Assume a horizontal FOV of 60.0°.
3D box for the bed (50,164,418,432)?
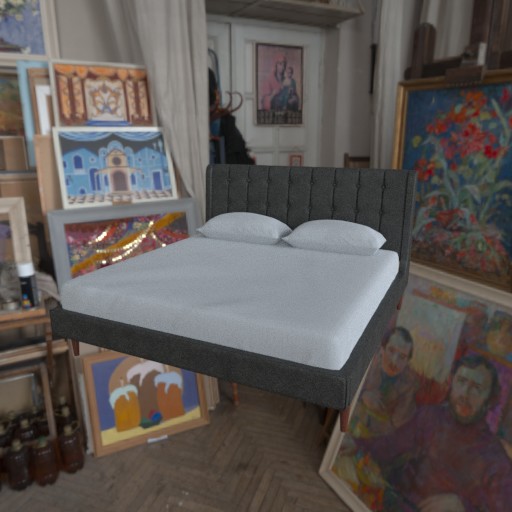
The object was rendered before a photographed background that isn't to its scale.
[{"bbox_3d":[0.000,0.000,3.194,1.903,1.158,2.031,7,17,25],"label":"bed"}]
